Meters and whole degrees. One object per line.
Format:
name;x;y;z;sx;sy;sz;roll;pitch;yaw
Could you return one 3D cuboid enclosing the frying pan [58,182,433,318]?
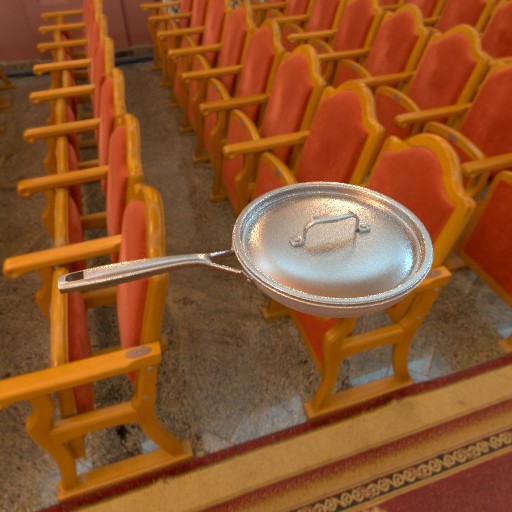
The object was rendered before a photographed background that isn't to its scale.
frying pan;0.000;0.000;0.596;0.490;0.086;0.272;-12;42;-13
